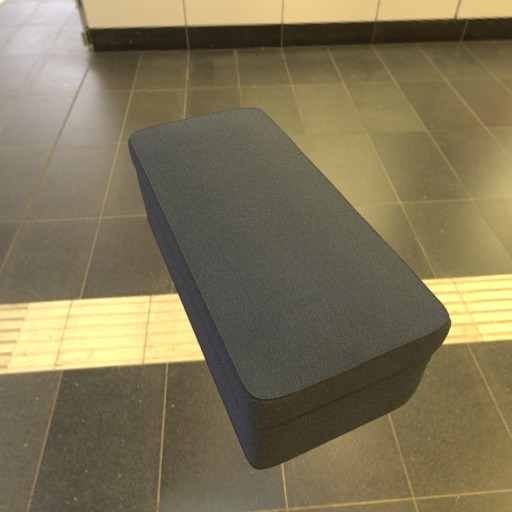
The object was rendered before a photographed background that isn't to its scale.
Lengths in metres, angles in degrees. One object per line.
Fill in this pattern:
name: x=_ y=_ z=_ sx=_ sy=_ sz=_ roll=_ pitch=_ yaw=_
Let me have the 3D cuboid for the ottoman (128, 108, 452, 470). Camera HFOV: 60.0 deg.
ottoman: x=0.000 y=0.000 z=1.397 sx=0.515 sy=0.460 sz=1.110 roll=-18 pitch=49 yaw=-16
